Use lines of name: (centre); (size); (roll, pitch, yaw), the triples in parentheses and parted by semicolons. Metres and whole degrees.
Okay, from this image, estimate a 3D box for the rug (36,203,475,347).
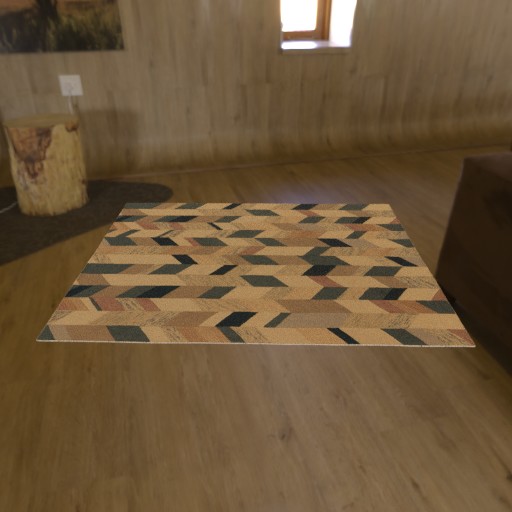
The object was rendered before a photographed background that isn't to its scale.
rug: (0.000, 0.000, 4.136); (3.072, 0.011, 2.451); (0, 30, 1)
